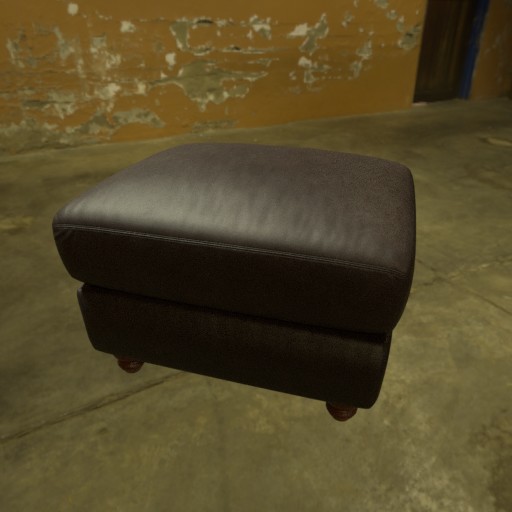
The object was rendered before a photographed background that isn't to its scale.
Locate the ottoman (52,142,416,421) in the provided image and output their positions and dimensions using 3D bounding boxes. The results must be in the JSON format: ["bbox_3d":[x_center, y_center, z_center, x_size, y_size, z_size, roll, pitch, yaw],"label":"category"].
[{"bbox_3d":[0.000,0.000,1.256,0.806,0.569,0.670,8,29,15],"label":"ottoman"}]
